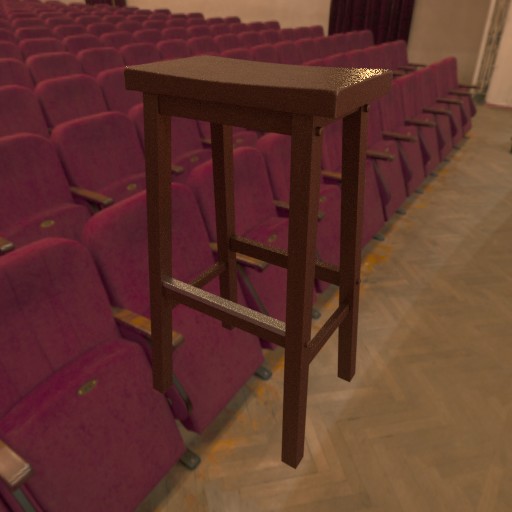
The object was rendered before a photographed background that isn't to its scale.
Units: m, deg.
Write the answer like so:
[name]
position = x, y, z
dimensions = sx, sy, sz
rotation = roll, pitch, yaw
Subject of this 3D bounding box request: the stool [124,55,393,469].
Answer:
[stool]
position = 0.000, 0.000, 0.944
dimensions = 0.406, 0.742, 0.322
rotation = 18, 35, 28
